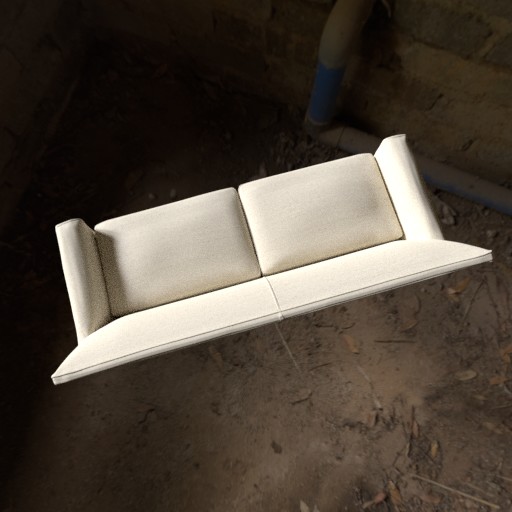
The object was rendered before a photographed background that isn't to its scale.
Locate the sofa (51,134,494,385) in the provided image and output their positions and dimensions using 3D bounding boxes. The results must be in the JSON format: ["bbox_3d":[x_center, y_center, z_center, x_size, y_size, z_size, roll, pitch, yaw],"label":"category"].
[{"bbox_3d":[0.000,0.000,2.441,2.001,0.907,0.841,-15,76,-4],"label":"sofa"}]
